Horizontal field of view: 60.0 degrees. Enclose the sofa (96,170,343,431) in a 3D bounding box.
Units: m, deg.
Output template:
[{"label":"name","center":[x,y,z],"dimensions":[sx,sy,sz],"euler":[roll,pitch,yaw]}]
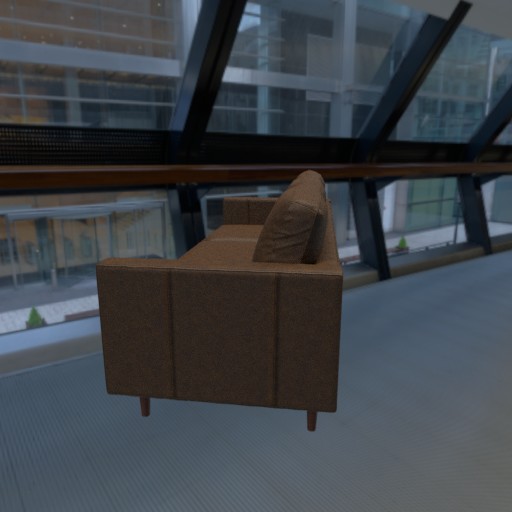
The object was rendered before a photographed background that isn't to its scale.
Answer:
[{"label":"sofa","center":[0.000,0.000,2.638],"dimensions":[0.903,0.930,2.231],"euler":[2,14,8]}]
